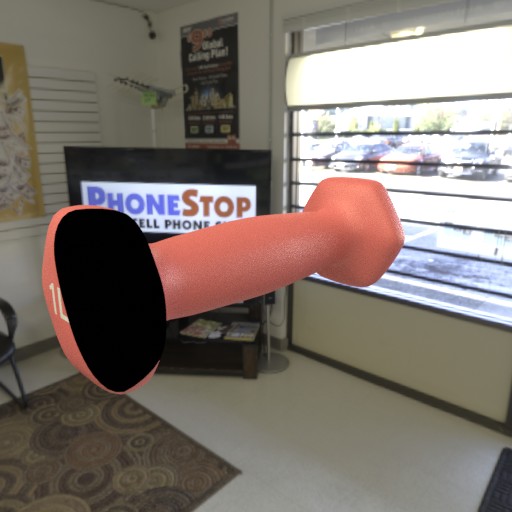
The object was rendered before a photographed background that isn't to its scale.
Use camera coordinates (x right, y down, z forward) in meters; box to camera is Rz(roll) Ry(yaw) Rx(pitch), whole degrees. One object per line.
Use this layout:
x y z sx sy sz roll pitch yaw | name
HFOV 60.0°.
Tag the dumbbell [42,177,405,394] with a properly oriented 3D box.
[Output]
0.000 0.000 0.142 0.047 0.043 0.123 15 21 43 | dumbbell
